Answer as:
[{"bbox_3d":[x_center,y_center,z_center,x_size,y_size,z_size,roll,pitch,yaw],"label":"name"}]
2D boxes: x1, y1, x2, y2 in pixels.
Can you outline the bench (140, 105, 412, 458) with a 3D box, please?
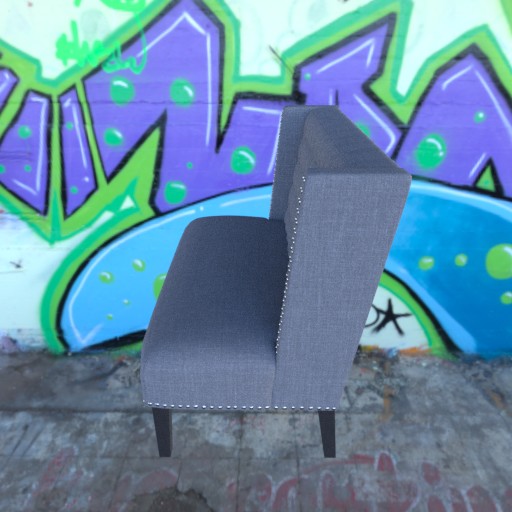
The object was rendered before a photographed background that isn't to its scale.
[{"bbox_3d":[0.000,0.000,1.989,0.842,1.121,1.276,0,27,0],"label":"bench"}]
